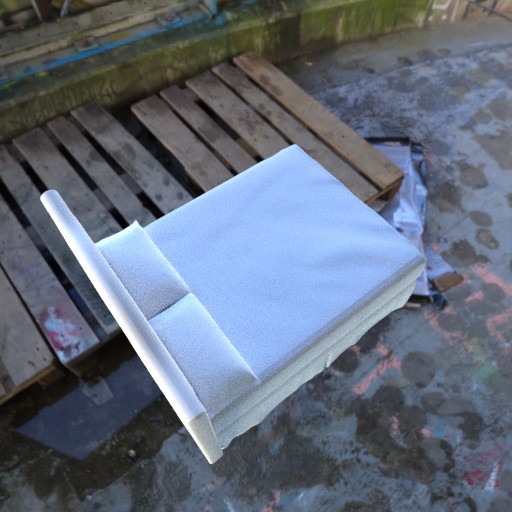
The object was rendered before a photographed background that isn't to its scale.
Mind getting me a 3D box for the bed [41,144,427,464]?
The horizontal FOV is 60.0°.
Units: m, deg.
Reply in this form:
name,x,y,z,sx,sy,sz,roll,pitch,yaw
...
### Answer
name,x,y,z,sx,sy,sz,roll,pitch,yaw
bed,0.000,0.000,3.298,2.143,1.460,1.753,-33,63,-19
